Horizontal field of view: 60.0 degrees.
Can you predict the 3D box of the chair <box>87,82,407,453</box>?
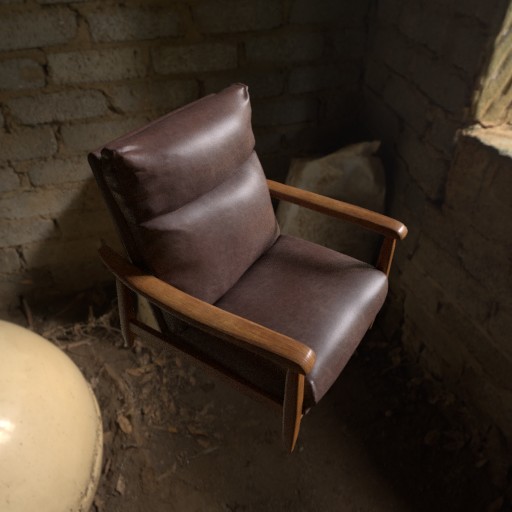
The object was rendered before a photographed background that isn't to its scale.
[{"bbox_3d":[0.000,0.000,1.541,0.830,0.897,0.782,24,46,26],"label":"chair"}]
